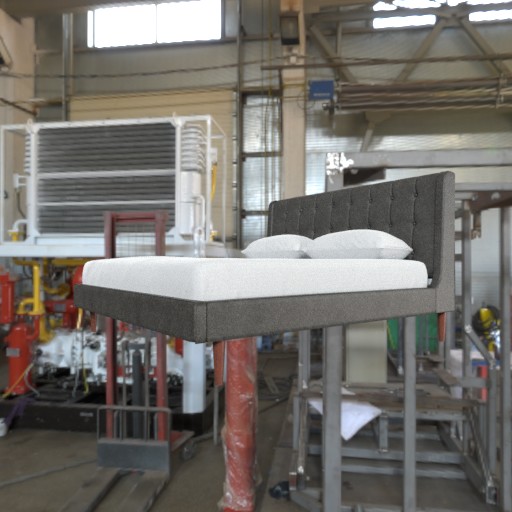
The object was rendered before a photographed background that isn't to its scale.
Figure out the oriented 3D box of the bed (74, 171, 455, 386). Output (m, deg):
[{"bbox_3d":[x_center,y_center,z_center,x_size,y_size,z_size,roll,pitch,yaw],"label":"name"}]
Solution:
[{"bbox_3d":[0.000,0.000,3.201,2.031,1.158,1.903,0,-1,-37],"label":"bed"}]
